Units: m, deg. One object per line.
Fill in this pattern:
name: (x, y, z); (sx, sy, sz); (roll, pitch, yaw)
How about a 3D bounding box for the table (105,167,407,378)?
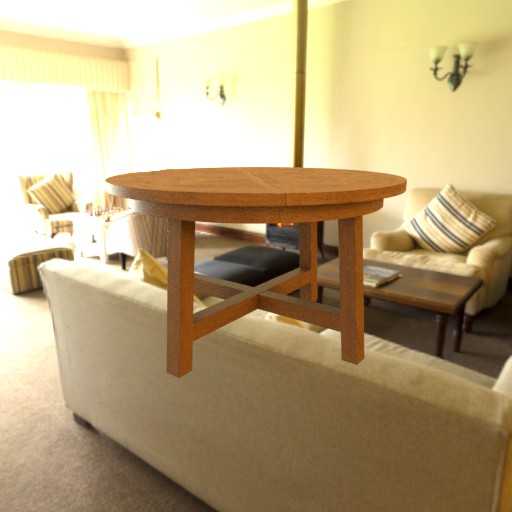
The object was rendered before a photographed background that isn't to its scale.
table: (0.000, 0.000, 2.137); (1.319, 0.762, 1.319); (0, 15, 0)
